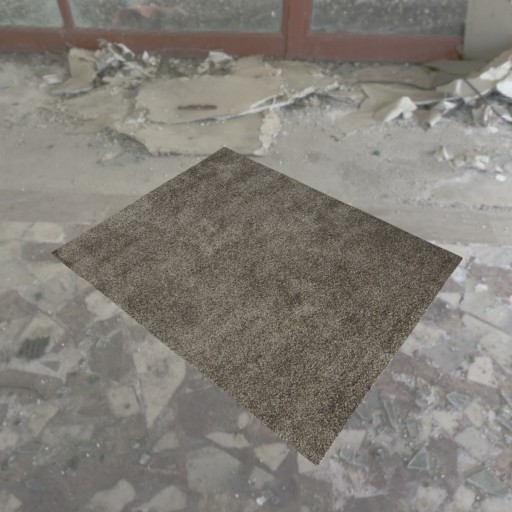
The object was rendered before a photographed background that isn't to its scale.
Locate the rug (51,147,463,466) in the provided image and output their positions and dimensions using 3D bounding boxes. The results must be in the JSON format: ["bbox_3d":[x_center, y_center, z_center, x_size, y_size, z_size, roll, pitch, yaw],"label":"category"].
[{"bbox_3d":[0.000,0.000,4.128,3.000,0.025,2.401,31,53,27],"label":"rug"}]
